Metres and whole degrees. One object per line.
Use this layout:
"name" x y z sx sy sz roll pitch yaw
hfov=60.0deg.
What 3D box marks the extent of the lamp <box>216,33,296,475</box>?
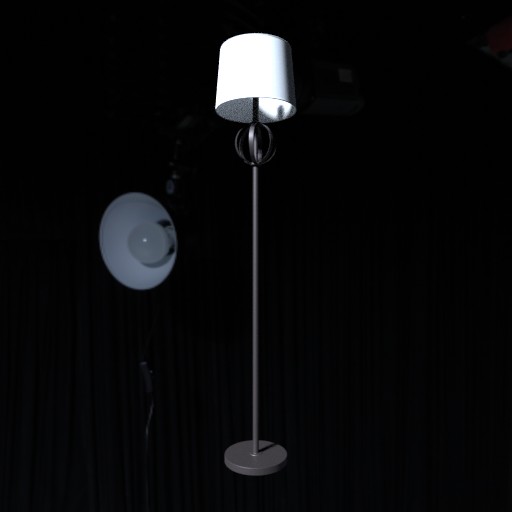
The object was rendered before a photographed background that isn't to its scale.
"lamp" 0.000 0.000 1.585 0.286 1.462 0.286 0 0 -20
